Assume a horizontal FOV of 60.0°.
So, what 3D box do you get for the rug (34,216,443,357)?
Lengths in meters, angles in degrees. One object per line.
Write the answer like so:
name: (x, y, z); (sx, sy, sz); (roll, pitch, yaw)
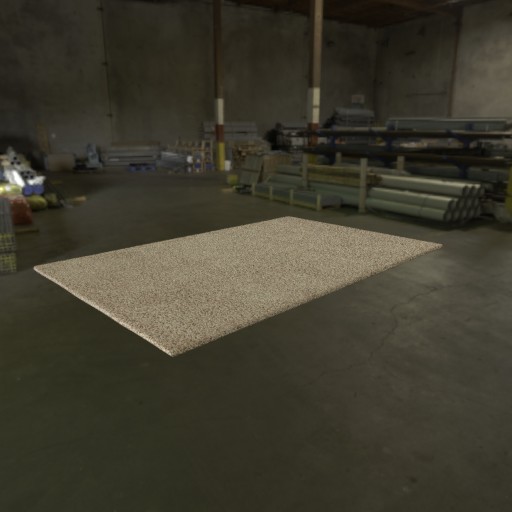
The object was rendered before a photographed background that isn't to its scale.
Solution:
rug: (0.000, 0.000, 3.484); (2.743, 0.030, 1.778); (-15, 22, -42)
